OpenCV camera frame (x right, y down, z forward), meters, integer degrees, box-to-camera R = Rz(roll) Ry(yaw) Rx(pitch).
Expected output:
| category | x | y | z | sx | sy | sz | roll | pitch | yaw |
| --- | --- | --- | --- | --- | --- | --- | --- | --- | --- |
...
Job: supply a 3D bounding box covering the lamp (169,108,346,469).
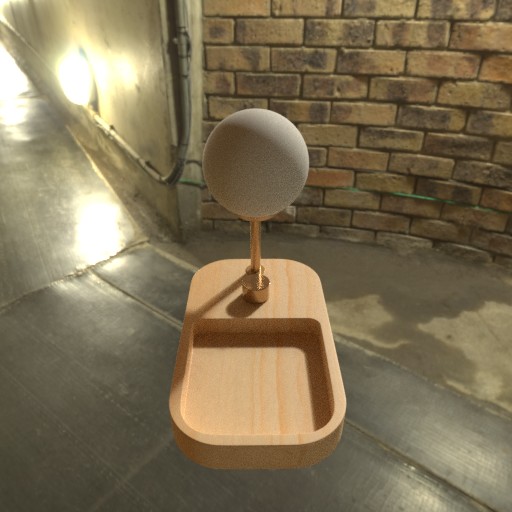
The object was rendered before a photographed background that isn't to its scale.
| category | x | y | z | sx | sy | sz | roll | pitch | yaw |
| --- | --- | --- | --- | --- | --- | --- | --- | --- | --- |
| lamp | 0.000 | 0.000 | 0.475 | 0.173 | 0.253 | 0.331 | 0 | 33 | 0 |
